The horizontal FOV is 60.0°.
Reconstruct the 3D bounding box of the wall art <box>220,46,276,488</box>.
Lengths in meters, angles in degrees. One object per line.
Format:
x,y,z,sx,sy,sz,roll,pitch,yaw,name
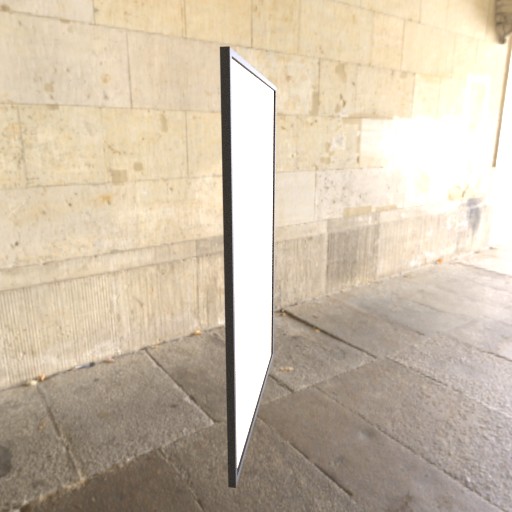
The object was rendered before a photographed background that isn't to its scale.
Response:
0.000,0.000,0.851,0.013,0.657,0.457,3,15,9,wall art
